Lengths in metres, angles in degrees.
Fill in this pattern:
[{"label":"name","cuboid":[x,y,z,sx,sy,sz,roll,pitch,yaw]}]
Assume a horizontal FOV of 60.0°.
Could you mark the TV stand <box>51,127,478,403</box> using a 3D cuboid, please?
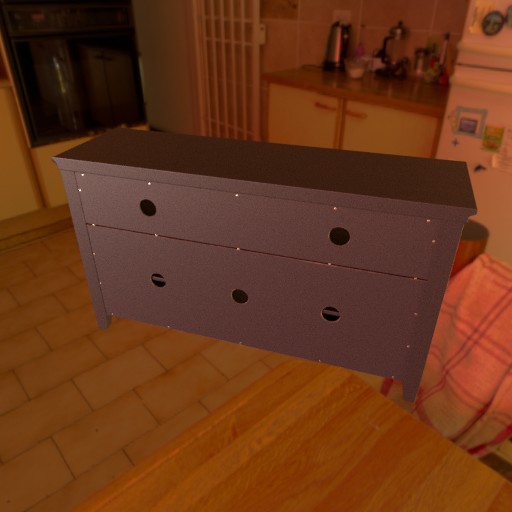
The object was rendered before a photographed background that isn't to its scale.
[{"label":"TV stand","cuboid":[0.000,0.000,1.506,1.198,0.681,0.347,10,33,15]}]
